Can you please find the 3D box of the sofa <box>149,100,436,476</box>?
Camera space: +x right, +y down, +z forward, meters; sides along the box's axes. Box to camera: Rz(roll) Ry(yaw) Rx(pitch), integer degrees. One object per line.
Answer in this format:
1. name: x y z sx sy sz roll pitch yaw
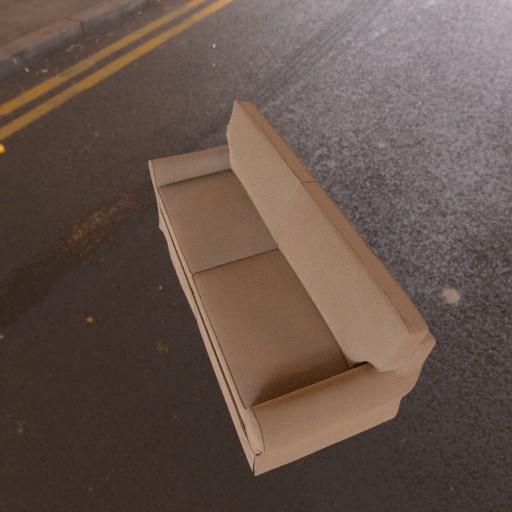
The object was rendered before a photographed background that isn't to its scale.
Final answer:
1. sofa: 0.000 0.000 2.745 0.900 1.014 2.246 -16 49 -15
